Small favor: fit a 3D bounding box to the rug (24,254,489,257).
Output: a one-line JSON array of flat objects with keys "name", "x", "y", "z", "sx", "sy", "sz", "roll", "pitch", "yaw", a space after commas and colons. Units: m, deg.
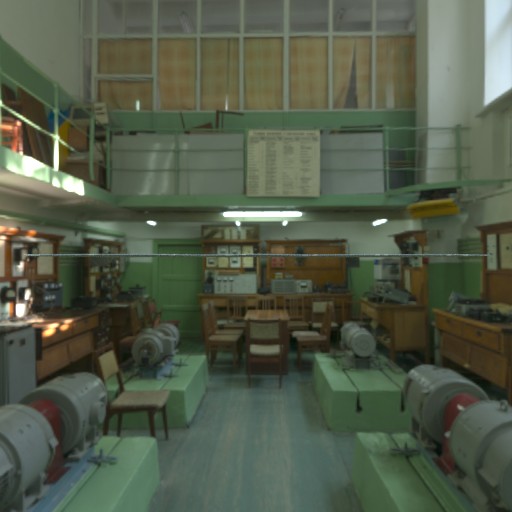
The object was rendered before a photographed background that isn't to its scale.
[{"name": "rug", "x": 0.000, "y": 0.000, "z": 2.221, "sx": 1.754, "sy": 0.010, "sz": 1.148, "roll": 0, "pitch": 0, "yaw": -1}]
